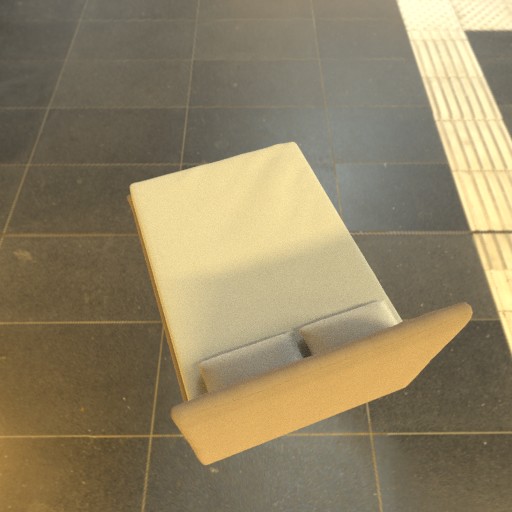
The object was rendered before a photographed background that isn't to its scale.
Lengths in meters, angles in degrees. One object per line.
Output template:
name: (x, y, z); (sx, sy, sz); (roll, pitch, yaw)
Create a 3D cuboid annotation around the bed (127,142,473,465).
bed: (0.000, 0.000, 3.422); (1.698, 1.427, 2.387); (-17, 59, -10)
